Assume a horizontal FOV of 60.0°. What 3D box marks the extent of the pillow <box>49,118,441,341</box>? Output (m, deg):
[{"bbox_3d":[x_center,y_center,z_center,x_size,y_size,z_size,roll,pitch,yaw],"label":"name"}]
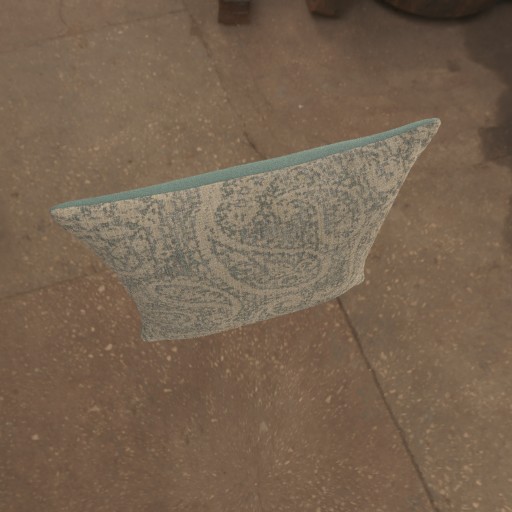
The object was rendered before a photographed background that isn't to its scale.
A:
[{"bbox_3d":[0.000,0.000,0.790,0.526,0.507,0.166,-15,64,-7],"label":"pillow"}]
